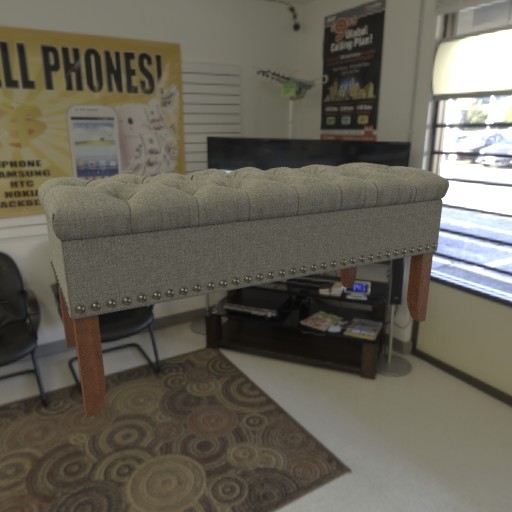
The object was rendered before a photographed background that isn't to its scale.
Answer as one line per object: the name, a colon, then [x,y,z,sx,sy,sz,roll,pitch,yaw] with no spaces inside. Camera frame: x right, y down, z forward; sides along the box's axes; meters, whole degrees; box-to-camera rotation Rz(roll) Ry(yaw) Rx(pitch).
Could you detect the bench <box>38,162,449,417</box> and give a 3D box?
bench: [0.000,0.000,1.255,1.052,0.470,0.417,-9,18,-27]
